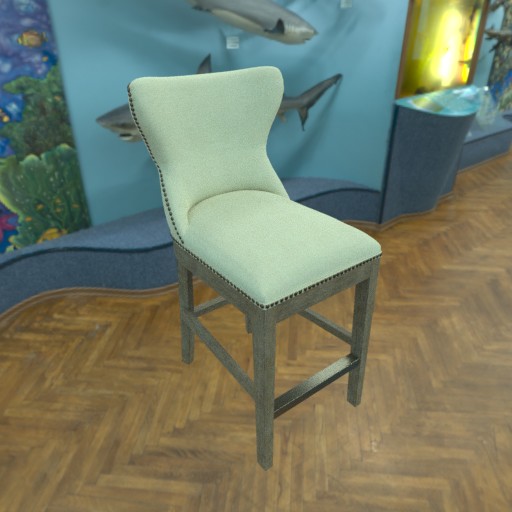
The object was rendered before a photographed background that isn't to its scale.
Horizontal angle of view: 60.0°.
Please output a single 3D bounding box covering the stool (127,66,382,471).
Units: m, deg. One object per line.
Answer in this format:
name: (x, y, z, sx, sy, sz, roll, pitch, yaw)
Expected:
stool: (0.000, 0.000, 1.318, 0.498, 0.981, 0.608, -21, 35, -32)
